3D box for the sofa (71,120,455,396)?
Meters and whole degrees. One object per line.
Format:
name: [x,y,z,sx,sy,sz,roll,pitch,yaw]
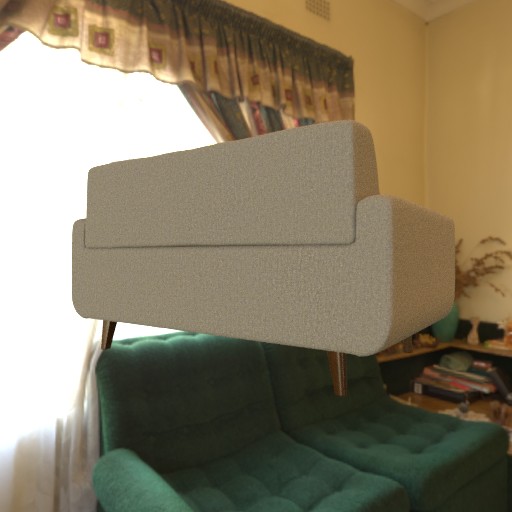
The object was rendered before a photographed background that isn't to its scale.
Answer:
sofa: [0.000,0.000,2.176,1.651,0.925,0.952,0,0,35]
